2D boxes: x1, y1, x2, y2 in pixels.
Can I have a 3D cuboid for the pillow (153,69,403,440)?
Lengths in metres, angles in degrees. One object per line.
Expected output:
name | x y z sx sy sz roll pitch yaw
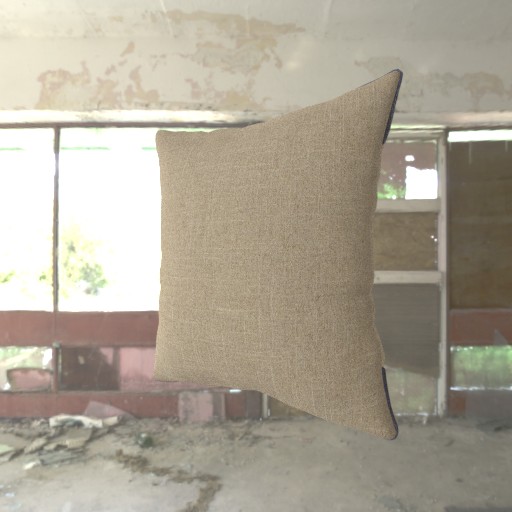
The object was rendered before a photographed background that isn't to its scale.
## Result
pillow | 0.000 0.000 0.658 0.440 0.441 0.147 0 0 36
